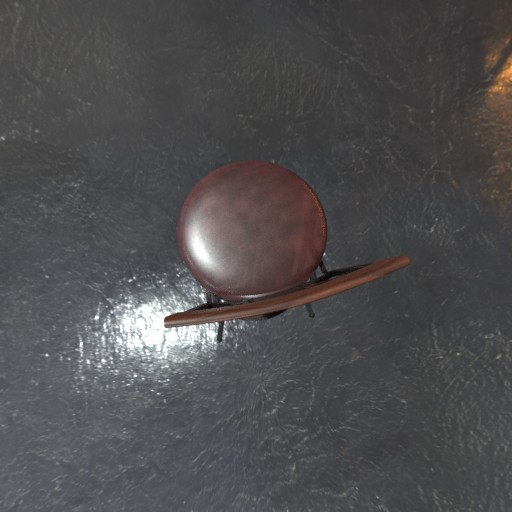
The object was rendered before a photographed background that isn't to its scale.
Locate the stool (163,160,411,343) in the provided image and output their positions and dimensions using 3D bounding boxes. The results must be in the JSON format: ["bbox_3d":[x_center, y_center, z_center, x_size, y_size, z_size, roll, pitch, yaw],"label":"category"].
[{"bbox_3d":[0.000,0.000,1.375,0.448,1.130,0.513,-14,75,-4],"label":"stool"}]
